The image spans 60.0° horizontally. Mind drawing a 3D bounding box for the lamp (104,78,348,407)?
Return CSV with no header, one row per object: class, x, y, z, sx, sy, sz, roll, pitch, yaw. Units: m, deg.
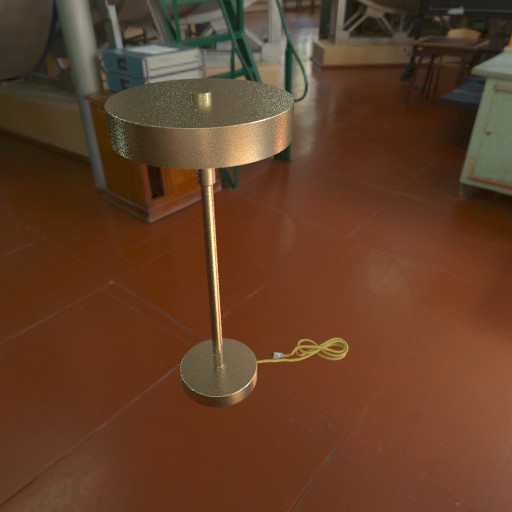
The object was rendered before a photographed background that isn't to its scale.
lamp,0.000,0.000,0.696,0.369,0.508,0.229,-9,35,-14
